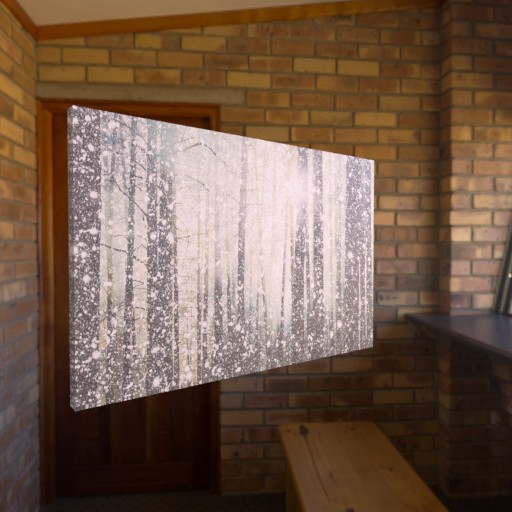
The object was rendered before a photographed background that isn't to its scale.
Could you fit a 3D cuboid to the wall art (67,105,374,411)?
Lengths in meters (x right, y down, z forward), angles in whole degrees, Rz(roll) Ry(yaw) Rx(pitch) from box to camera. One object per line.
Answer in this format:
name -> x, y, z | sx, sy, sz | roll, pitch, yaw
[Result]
wall art -> 0.000, 0.000, 1.158 | 0.919, 0.598, 0.038 | -1, 2, -37
